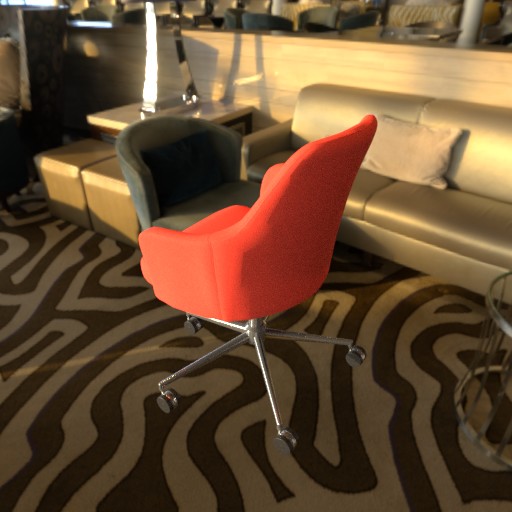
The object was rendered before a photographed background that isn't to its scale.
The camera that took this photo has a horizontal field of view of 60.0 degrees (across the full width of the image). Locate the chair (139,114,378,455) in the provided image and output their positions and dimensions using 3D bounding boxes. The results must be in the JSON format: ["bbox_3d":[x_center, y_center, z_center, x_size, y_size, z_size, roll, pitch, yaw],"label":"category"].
[{"bbox_3d":[0.000,0.000,1.269,0.600,0.820,0.655,21,37,30],"label":"chair"}]
